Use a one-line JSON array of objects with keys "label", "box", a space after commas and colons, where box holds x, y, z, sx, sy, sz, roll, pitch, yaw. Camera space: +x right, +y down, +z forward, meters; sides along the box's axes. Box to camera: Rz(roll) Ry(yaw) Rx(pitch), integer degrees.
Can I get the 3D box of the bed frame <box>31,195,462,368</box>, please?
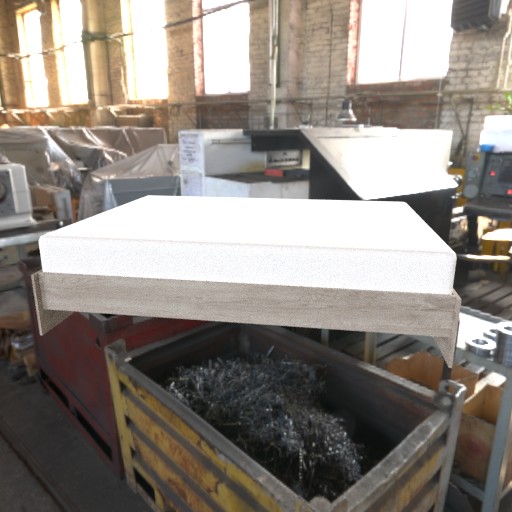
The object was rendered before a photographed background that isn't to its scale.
[{"label": "bed frame", "box": [0.000, 0.000, 2.673, 1.945, 0.497, 1.445, 3, 17, 9]}]
